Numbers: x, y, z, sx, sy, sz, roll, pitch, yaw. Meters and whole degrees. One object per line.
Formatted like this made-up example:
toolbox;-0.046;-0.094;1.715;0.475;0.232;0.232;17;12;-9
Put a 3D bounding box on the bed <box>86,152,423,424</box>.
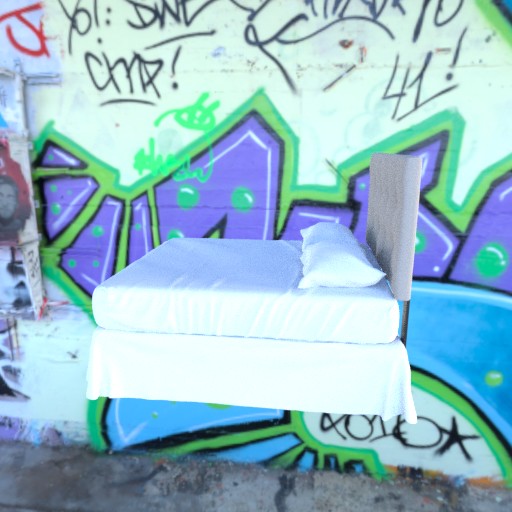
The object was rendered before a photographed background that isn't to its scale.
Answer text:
bed;0.000;0.000;3.501;2.222;1.577;1.936;2;14;7
